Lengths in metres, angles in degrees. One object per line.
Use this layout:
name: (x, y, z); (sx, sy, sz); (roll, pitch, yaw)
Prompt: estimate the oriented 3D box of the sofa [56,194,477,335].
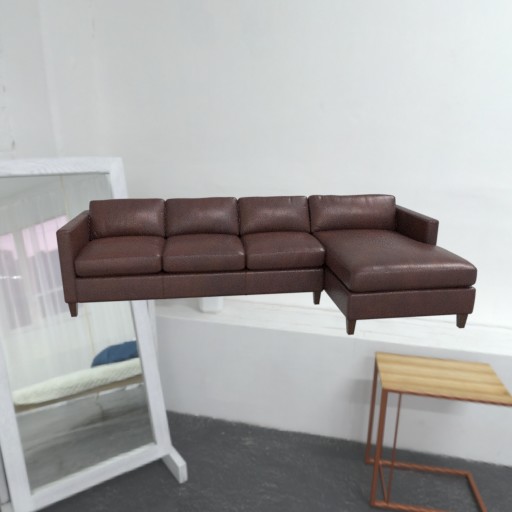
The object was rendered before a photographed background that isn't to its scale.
sofa: (0.000, 0.000, 3.873); (3.203, 0.883, 1.581); (-2, 16, -7)
